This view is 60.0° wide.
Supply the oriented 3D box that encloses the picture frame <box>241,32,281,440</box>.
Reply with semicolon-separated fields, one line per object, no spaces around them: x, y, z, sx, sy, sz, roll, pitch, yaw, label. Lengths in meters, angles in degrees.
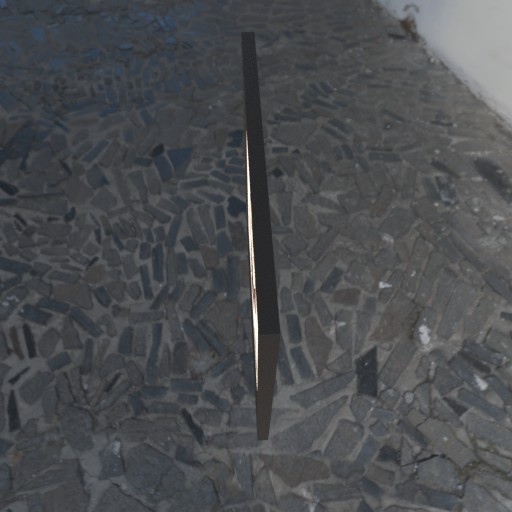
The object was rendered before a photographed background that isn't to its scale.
0.000;0.000;1.173;0.032;0.775;0.775;-2;57;-2;picture frame
